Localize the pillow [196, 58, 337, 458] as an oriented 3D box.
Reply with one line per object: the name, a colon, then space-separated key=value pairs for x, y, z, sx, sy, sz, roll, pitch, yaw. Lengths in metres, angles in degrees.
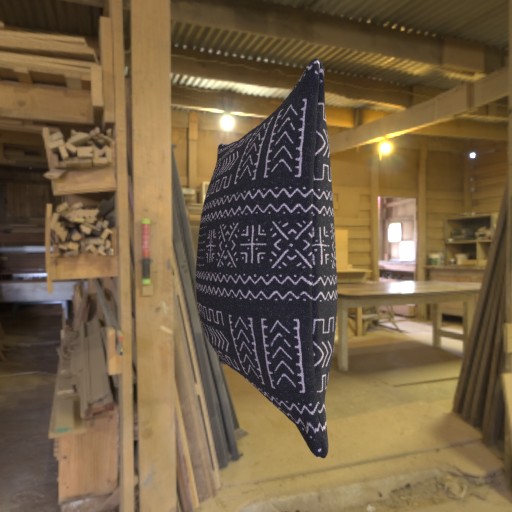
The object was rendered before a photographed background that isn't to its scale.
pillow: x=0.000 y=0.000 z=0.665 sx=0.164 sy=0.430 sz=0.438 roll=0 pitch=1 yaw=-18
